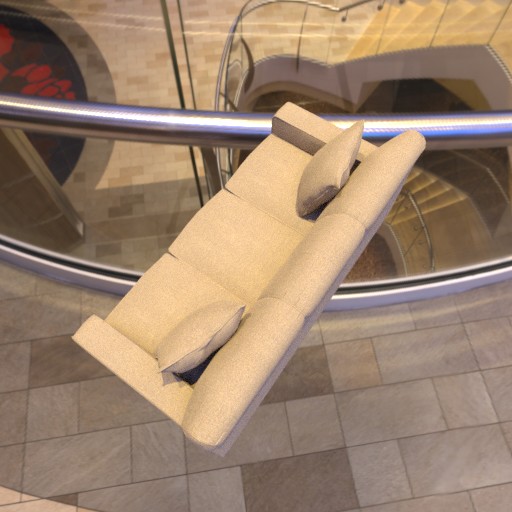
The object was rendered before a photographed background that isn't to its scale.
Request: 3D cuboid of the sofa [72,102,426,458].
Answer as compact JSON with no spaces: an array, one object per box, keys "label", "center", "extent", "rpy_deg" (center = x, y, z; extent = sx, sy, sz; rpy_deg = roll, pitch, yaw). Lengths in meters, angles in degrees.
[{"label":"sofa","center":[0.000,0.000,2.647],"extent":[0.997,0.958,2.024],"rpy_deg":[32,68,15]}]
